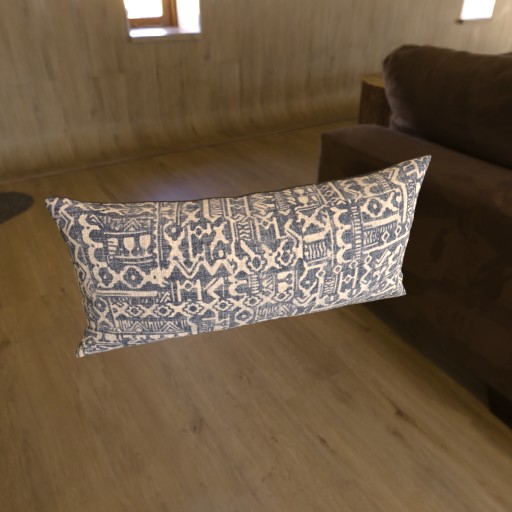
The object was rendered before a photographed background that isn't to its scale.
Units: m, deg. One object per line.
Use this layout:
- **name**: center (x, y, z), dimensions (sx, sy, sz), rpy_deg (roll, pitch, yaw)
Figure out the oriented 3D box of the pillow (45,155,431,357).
- **pillow**: center (0.000, 0.000, 0.747), dimensions (0.631, 0.292, 0.148), rpy_deg (-9, 33, -14)
